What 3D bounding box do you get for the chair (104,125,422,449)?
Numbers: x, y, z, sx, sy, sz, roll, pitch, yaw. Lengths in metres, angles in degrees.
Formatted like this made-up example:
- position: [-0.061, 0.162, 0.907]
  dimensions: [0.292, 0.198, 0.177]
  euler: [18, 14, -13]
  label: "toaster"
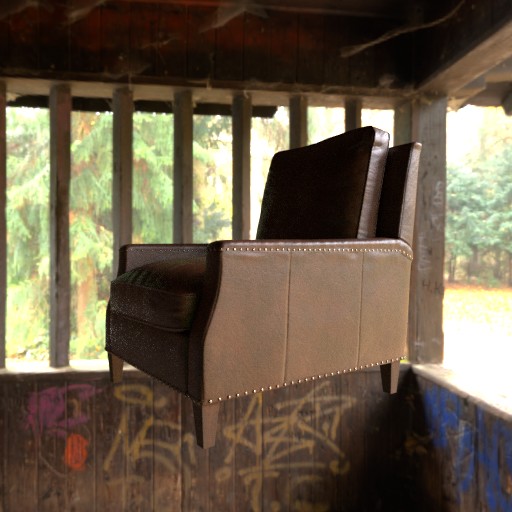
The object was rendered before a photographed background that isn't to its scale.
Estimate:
- position: [0.000, 0.000, 1.810]
  dimensions: [1.035, 1.054, 0.854]
  euler: [0, 1, -36]
  label: "chair"
